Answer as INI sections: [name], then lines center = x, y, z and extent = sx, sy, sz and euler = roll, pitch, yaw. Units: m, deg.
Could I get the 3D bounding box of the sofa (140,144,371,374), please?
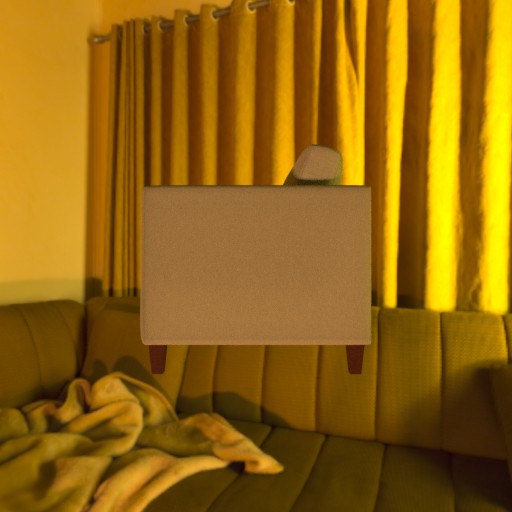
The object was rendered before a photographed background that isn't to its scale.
[sofa]
center = 0.000, 0.000, 2.952
extent = 0.948, 0.965, 2.434
euler = 0, 0, 0
